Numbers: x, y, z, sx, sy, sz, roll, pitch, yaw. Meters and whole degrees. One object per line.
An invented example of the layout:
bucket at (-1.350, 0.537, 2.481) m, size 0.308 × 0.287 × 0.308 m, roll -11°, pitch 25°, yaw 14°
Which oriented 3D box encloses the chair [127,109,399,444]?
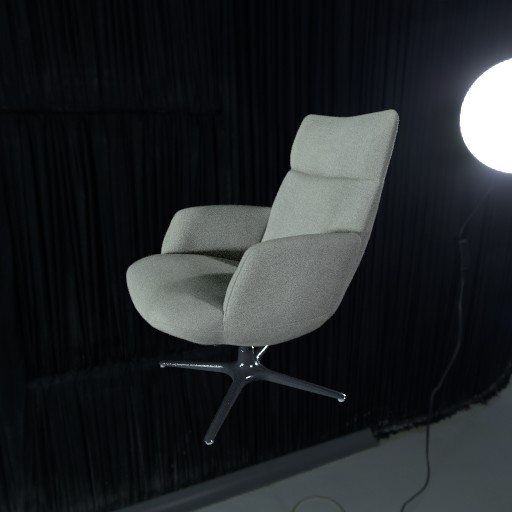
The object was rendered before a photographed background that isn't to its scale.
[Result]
chair at (0.000, 0.000, 1.625) m, size 0.889 × 1.016 × 0.711 m, roll -8°, pitch 17°, yaw -26°
